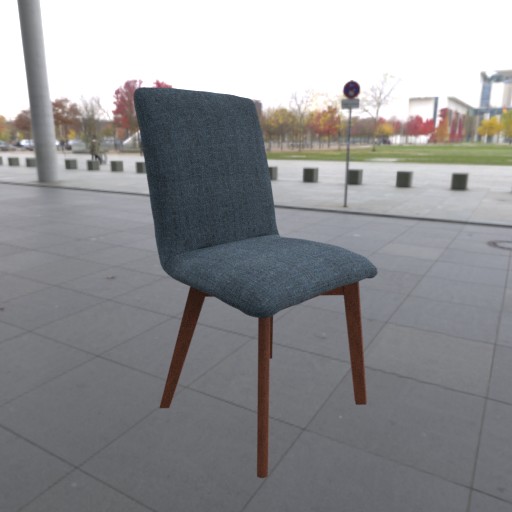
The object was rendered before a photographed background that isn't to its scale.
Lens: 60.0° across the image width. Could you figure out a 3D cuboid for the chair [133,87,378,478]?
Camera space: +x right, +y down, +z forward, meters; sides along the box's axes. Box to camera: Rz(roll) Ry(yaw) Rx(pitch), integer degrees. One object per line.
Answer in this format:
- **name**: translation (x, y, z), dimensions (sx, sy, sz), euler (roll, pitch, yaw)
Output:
- **chair**: translation (0.000, 0.000, 1.339), dimensions (0.522, 0.974, 0.563), euler (-14, 20, -42)
